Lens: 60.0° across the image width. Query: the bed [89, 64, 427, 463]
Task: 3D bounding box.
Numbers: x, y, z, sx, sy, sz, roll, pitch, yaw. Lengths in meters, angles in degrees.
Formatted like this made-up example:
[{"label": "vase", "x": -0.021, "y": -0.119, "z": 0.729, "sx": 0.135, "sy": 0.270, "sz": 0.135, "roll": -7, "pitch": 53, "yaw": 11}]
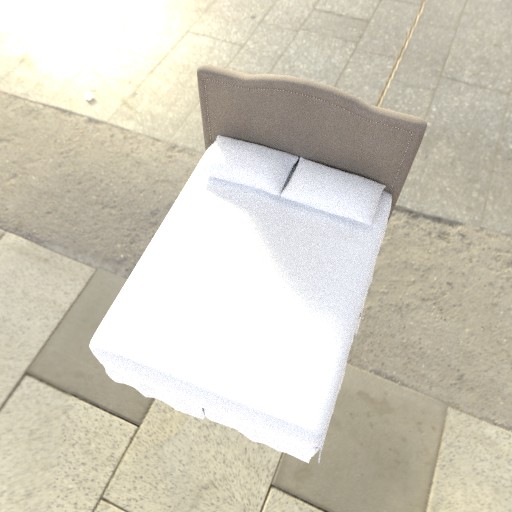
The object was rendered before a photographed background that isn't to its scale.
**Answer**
[{"label": "bed", "x": 0.000, "y": 0.000, "z": 3.147, "sx": 1.744, "sy": 1.441, "sz": 2.128, "roll": 18, "pitch": 61, "yaw": 11}]
